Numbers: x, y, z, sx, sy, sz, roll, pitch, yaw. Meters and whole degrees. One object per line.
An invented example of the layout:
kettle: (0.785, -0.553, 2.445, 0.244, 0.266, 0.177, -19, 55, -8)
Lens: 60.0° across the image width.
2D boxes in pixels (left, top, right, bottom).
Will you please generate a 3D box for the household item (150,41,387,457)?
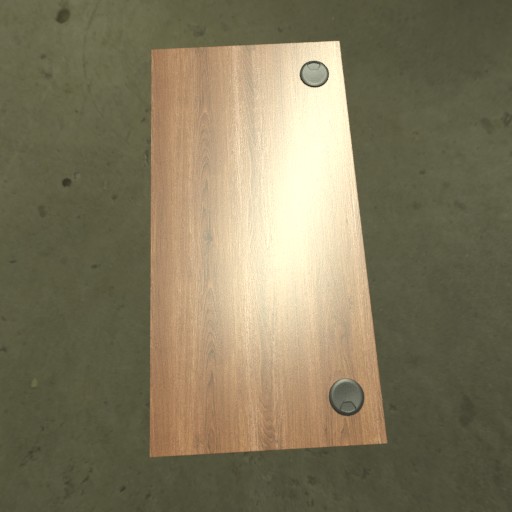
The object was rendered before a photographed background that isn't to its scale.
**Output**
household item: (0.000, 0.000, 1.622, 0.600, 0.750, 1.200, -3, 76, -1)
